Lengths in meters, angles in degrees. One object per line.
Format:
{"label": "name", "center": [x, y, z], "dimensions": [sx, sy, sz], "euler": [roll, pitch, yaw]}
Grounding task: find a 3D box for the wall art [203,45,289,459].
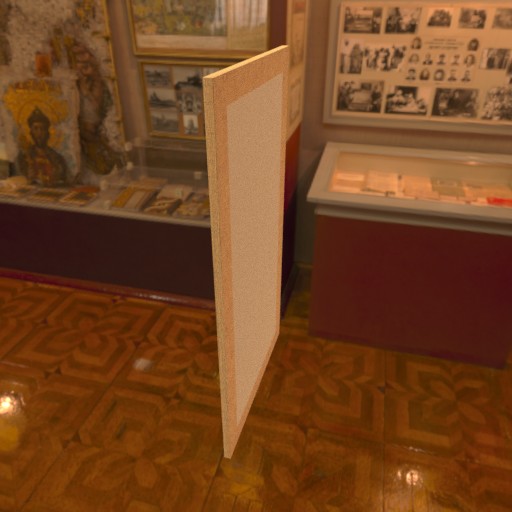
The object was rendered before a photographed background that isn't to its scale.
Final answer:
{"label": "wall art", "center": [0.000, 0.000, 0.832], "dimensions": [0.013, 0.683, 0.381], "euler": [9, 32, 14]}
